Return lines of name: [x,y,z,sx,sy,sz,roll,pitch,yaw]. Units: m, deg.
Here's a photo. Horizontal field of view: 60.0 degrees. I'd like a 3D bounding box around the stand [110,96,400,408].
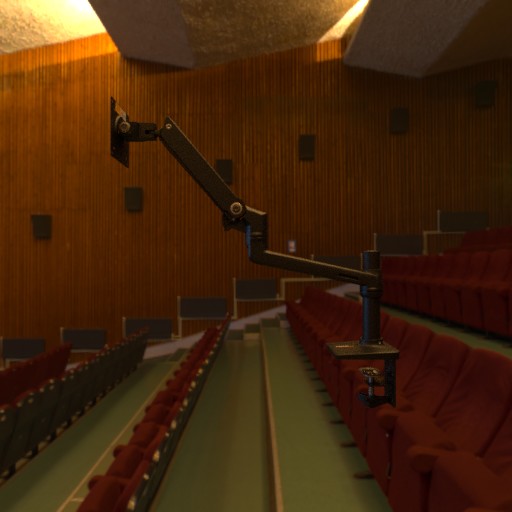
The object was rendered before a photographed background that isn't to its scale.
stand: [0.000,0.000,1.057,0.650,0.713,0.152,0,-1,-1]
